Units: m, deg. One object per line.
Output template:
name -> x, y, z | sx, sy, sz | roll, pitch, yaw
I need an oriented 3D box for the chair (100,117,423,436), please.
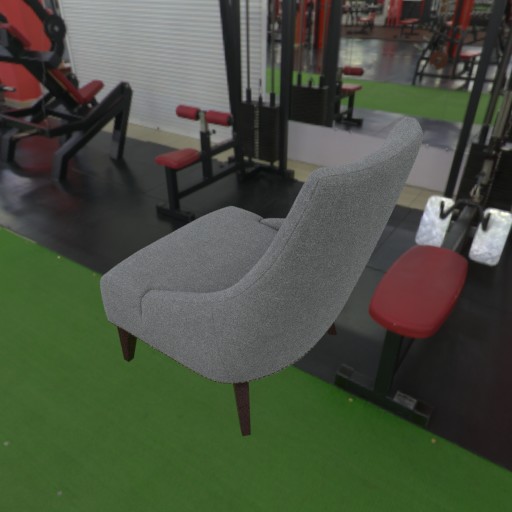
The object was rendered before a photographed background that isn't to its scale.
chair -> 0.000, 0.000, 1.468 | 0.861, 0.909, 0.701 | 21, 38, 30
